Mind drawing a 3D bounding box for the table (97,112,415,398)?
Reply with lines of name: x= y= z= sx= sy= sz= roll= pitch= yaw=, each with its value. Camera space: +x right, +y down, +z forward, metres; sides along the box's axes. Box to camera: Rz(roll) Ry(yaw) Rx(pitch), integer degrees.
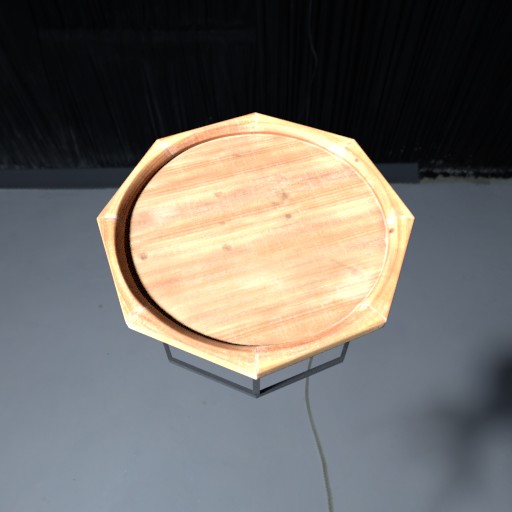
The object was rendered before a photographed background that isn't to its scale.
table: x=0.000 y=0.000 z=1.579 sx=1.002 sy=0.444 sz=1.002 roll=0 pitch=57 yaw=0
